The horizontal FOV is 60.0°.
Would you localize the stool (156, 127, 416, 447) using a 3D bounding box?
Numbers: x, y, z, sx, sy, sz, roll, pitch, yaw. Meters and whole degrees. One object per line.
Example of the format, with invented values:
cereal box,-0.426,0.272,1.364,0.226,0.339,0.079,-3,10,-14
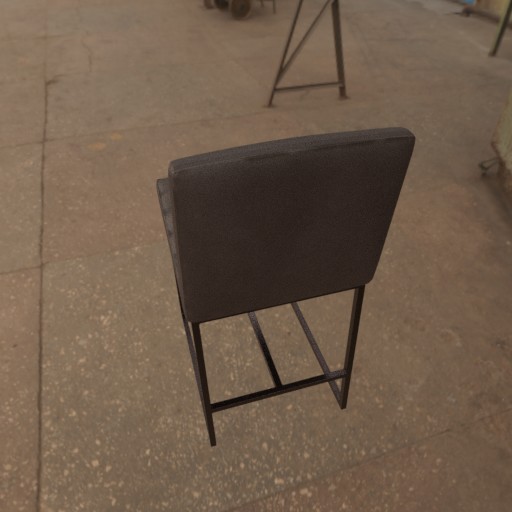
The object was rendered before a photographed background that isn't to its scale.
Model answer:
stool,0.000,0.000,1.236,0.463,0.946,0.562,-11,43,-12
